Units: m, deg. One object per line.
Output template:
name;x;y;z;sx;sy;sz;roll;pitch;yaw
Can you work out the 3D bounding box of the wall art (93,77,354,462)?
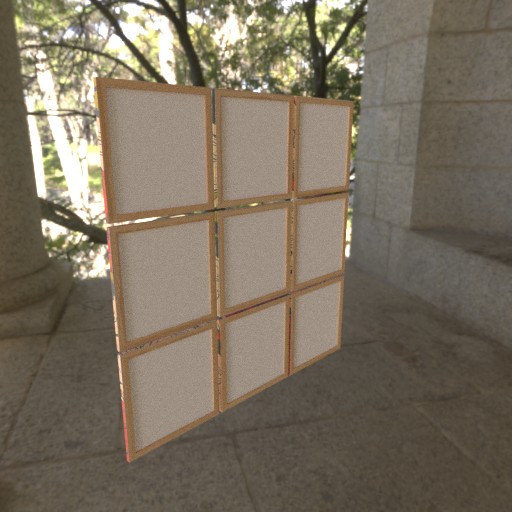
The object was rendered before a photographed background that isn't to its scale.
wall art;0.000;0.000;1.312;0.904;0.913;0.013;-14;21;-42
